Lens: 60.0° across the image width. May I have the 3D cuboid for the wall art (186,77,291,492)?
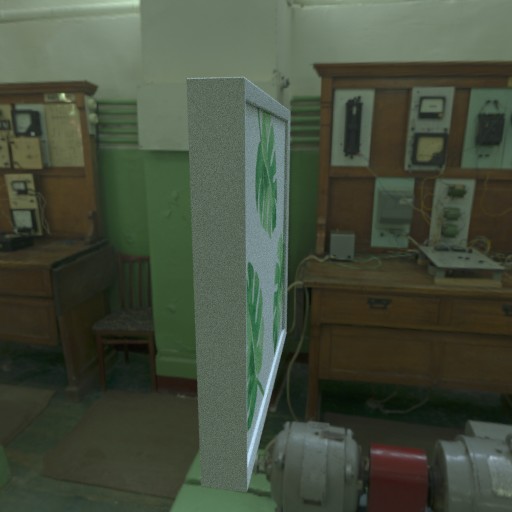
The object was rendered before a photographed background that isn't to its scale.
[{"bbox_3d":[0.000,0.000,0.459,0.038,0.305,0.305,2,14,9],"label":"wall art"}]
